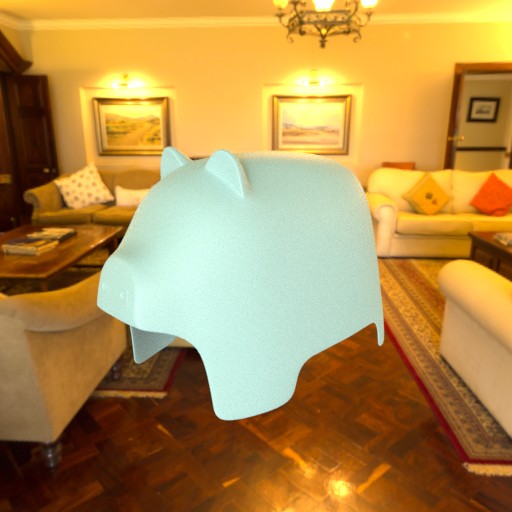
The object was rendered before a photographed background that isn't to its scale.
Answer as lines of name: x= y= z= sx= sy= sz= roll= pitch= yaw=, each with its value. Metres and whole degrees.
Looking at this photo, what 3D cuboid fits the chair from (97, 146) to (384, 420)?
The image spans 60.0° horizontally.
chair: x=0.000 y=0.000 z=0.874 sx=0.364 sy=0.423 sz=0.619 roll=15 pitch=22 yaw=42
